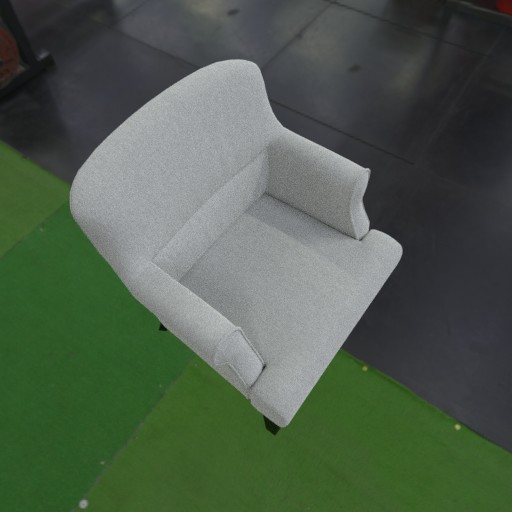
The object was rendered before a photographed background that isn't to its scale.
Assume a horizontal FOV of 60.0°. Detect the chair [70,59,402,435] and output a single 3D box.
[{"bbox_3d":[0.000,0.000,1.442,0.750,0.875,0.781,33,64,18],"label":"chair"}]
